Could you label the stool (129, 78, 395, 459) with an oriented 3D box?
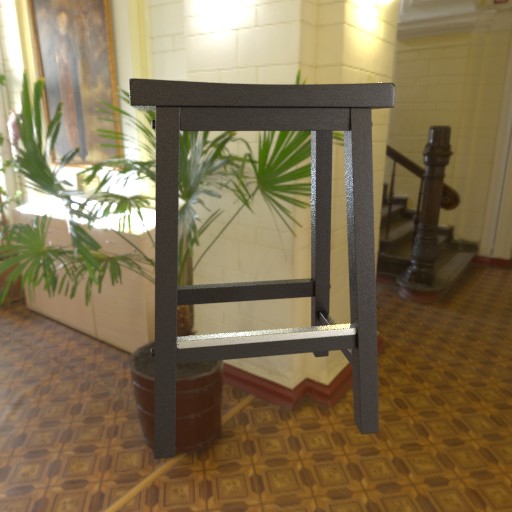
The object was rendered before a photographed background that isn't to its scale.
[{"bbox_3d":[0.000,0.000,0.852,0.406,0.610,0.322,-3,17,-9],"label":"stool"}]
